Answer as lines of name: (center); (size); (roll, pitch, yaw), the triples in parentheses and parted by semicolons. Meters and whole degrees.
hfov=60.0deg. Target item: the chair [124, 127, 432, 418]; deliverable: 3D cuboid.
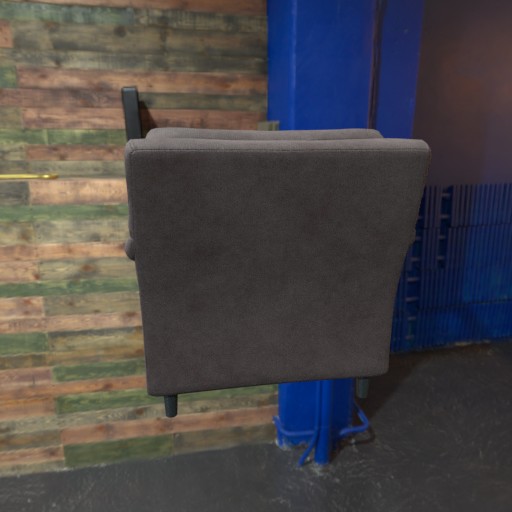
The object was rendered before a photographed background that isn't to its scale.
chair: (0.000, 0.000, 1.828); (0.955, 0.997, 1.070); (-2, 14, -10)
